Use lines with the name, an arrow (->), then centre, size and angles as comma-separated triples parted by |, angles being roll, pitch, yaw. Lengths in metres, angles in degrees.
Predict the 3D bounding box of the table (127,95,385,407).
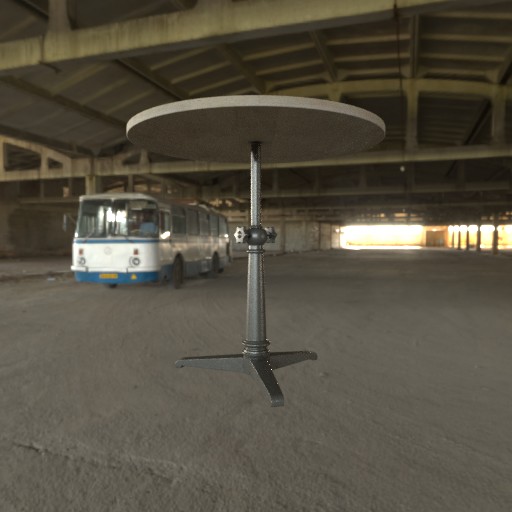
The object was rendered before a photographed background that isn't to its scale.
table -> 0.000, 0.000, 1.443 | 0.800, 0.780, 0.800 | 0, 2, 0
